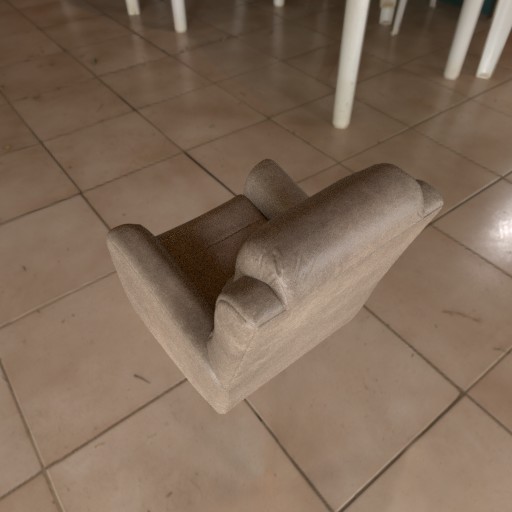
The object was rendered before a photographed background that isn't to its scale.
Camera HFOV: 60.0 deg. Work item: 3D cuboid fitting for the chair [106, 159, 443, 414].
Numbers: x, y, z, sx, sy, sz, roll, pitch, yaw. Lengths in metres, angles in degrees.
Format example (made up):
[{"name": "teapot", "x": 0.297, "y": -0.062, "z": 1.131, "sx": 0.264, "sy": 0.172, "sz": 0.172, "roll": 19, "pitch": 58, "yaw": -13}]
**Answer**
[{"name": "chair", "x": 0.000, "y": 0.000, "z": 1.932, "sx": 0.967, "sy": 1.116, "sz": 1.068, "roll": -30, "pitch": 53, "yaw": -26}]
